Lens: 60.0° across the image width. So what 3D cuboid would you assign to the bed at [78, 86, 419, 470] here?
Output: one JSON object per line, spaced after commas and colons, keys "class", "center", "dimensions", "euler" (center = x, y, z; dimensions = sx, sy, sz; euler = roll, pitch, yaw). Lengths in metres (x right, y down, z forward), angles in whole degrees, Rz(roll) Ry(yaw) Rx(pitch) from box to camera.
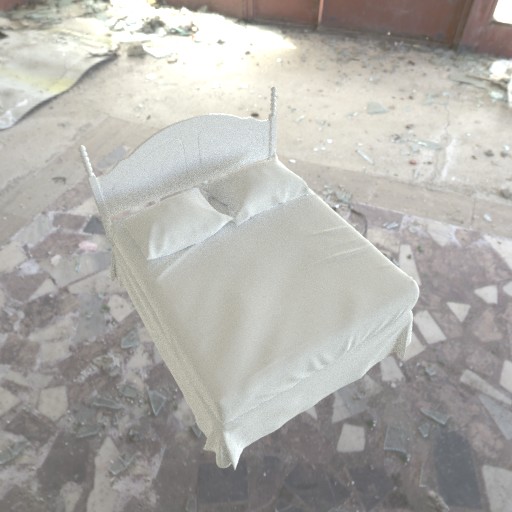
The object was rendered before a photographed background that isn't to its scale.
{"class": "bed", "center": [0.000, 0.000, 3.272], "dimensions": [1.873, 1.356, 2.040], "euler": [-25, 52, -21]}
